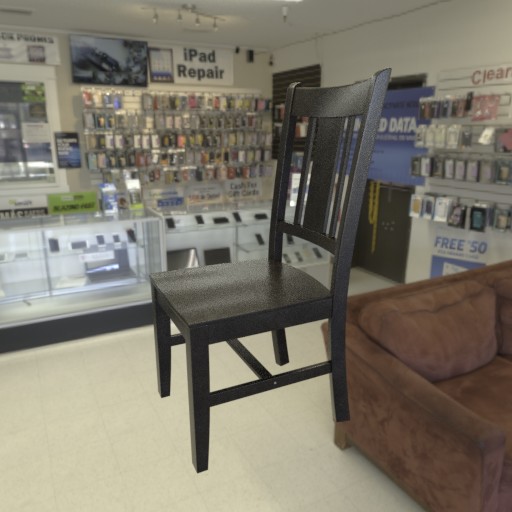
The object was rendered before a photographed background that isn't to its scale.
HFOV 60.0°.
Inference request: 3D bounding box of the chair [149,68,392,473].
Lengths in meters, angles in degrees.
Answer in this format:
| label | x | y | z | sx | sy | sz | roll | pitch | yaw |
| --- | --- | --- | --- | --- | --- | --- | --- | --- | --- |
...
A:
| label | x | y | z | sx | sy | sz | roll | pitch | yaw |
| --- | --- | --- | --- | --- | --- | --- | --- | --- | --- |
| chair | 0.000 | 0.000 | 1.294 | 0.555 | 0.998 | 0.450 | -8 | 18 | -25 |
